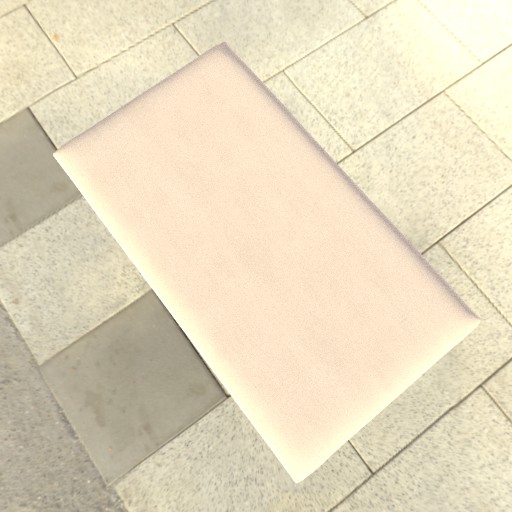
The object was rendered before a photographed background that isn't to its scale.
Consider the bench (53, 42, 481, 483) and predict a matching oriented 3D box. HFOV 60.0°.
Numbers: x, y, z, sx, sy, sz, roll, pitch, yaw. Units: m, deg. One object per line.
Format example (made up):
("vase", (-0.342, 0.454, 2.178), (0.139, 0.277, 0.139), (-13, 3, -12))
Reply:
("bench", (0.000, 0.000, 1.154), (0.500, 0.449, 0.887), (-37, 78, -9))
